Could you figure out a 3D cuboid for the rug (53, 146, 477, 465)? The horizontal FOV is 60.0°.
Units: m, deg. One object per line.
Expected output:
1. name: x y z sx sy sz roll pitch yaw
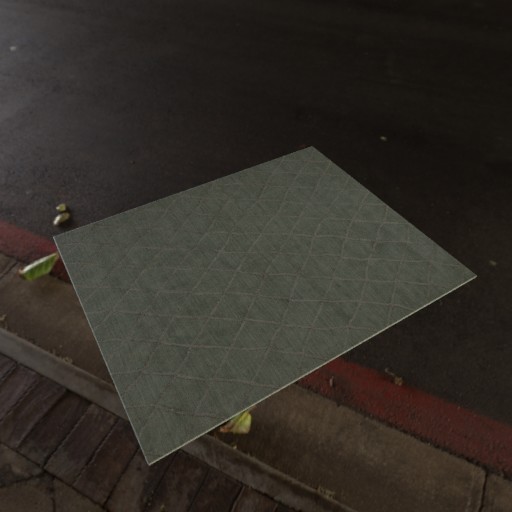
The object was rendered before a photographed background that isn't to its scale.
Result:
1. rug: 0.000 0.000 4.037 3.039 0.019 2.420 -24 50 -21
